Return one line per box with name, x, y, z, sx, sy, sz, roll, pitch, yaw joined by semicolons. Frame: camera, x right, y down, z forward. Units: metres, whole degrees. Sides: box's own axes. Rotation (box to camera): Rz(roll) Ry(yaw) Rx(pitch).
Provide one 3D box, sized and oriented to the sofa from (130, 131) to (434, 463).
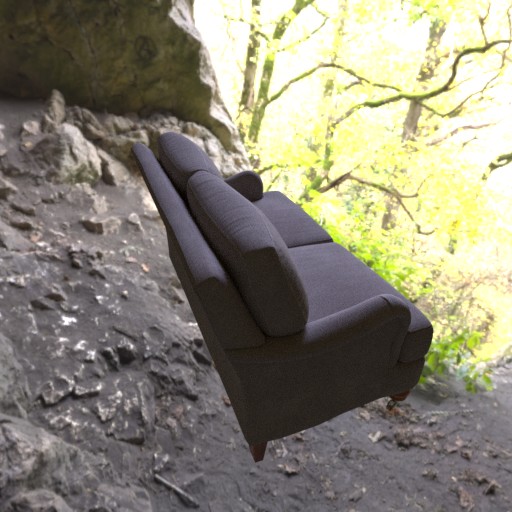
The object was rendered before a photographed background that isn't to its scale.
sofa;0.000;0.000;2.534;1.084;1.101;1.853;-10;31;-18
